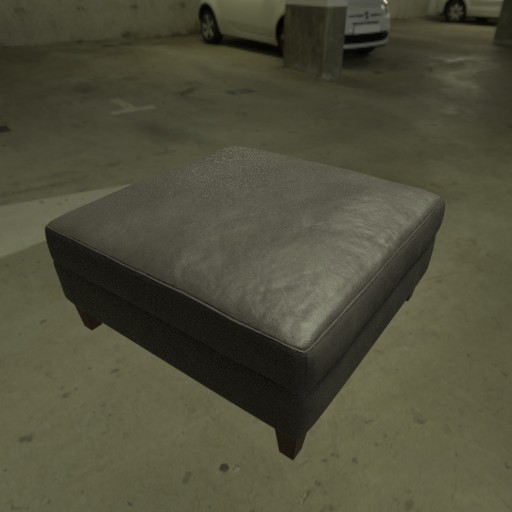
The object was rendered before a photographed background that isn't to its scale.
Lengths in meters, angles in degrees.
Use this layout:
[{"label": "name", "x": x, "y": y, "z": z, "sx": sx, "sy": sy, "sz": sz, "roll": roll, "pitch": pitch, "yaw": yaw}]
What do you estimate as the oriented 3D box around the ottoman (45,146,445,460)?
[{"label": "ottoman", "x": 0.000, "y": 0.000, "z": 1.317, "sx": 0.844, "sy": 0.415, "sz": 0.836, "roll": 21, "pitch": 38, "yaw": 30}]
